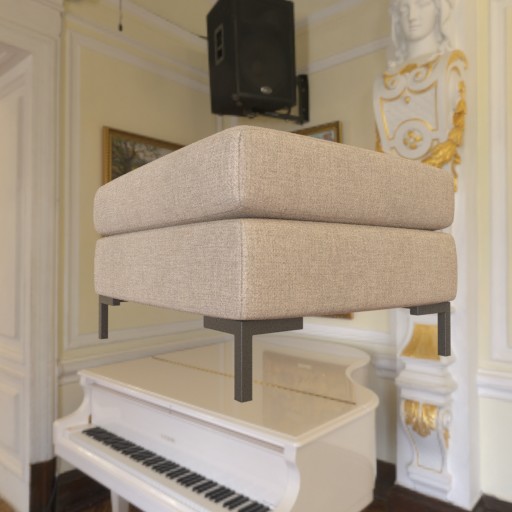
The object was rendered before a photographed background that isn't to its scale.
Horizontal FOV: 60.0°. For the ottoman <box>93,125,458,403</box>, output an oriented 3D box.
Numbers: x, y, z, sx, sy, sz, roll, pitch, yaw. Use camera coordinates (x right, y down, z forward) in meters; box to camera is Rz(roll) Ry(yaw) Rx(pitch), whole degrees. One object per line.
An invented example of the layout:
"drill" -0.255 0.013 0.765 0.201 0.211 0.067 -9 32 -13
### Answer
"ottoman" 0.000 0.000 1.210 0.671 0.490 0.820 1 -1 -36
